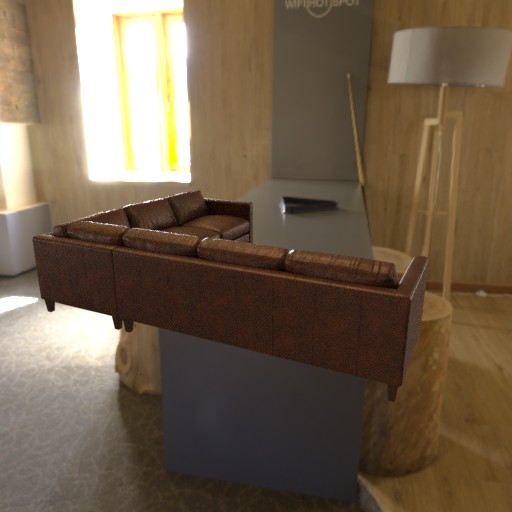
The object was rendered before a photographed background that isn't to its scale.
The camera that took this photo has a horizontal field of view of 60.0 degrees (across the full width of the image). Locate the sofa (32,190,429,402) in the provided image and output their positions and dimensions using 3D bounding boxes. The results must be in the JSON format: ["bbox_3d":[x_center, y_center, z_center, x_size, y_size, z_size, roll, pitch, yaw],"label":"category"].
[{"bbox_3d":[0.000,0.000,4.271,3.152,0.836,2.438,8,18,25],"label":"sofa"}]
